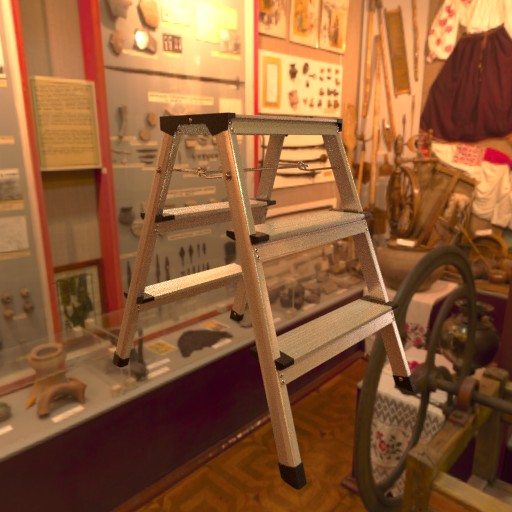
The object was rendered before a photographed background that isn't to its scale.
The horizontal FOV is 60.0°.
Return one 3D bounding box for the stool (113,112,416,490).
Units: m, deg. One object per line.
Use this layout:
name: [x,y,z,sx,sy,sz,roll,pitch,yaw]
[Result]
stool: [0.000,0.000,1.013,0.622,0.605,0.437,14,20,43]
